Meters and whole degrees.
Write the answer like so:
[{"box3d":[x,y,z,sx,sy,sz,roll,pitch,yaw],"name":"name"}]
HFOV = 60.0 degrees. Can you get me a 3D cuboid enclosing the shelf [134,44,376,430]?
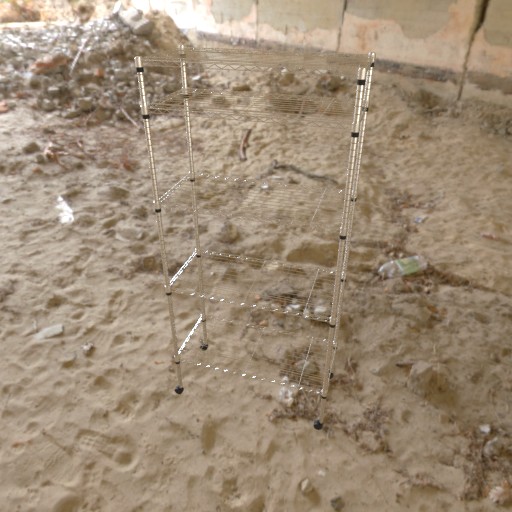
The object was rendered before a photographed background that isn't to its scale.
[{"box3d":[0.000,0.000,1.902,0.762,1.587,0.356,9,33,14],"name":"shelf"}]
